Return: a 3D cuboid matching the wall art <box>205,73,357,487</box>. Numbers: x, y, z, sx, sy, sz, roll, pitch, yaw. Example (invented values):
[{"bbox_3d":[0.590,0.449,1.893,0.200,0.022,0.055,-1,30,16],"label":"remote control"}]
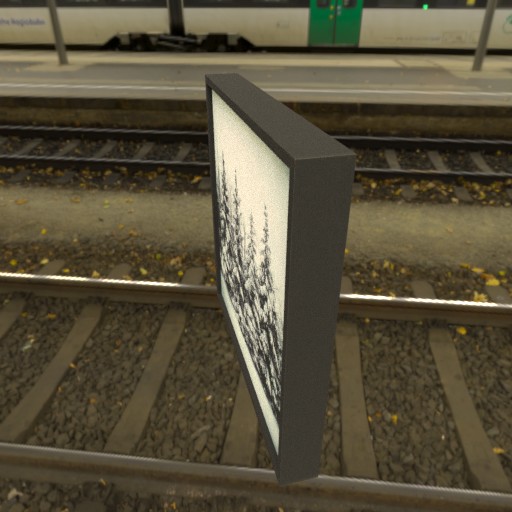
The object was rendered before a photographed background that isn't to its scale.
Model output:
[{"bbox_3d":[0.000,0.000,0.453,0.037,0.305,0.305,-8,32,-13],"label":"wall art"}]
